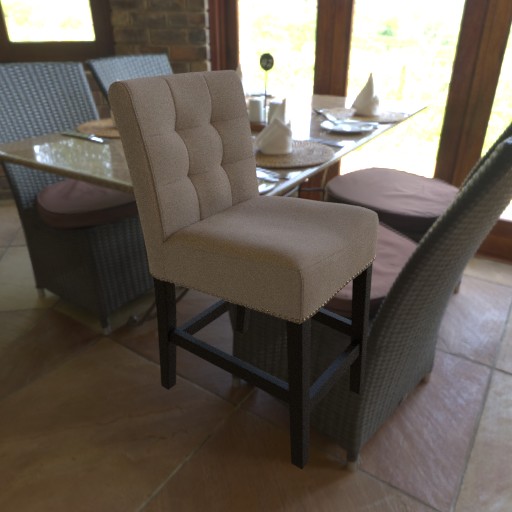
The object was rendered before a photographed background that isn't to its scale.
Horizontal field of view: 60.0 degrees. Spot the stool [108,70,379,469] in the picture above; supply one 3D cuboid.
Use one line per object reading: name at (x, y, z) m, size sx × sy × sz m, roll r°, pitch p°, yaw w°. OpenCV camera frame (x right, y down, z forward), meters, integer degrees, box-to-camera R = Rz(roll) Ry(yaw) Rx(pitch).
stool at (0.000, 0.000, 1.193) m, size 0.571 × 0.885 × 0.427 m, roll 19°, pitch 33°, yaw 33°
